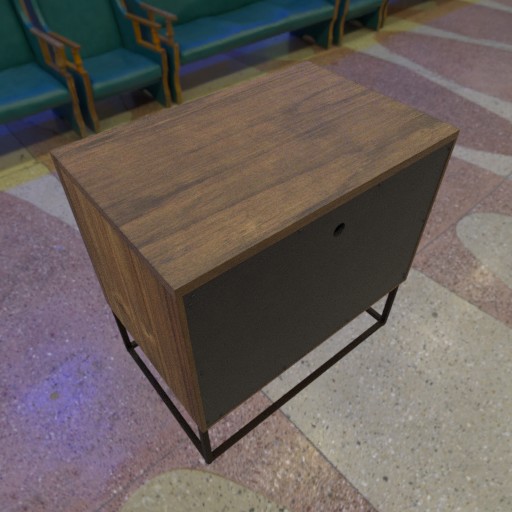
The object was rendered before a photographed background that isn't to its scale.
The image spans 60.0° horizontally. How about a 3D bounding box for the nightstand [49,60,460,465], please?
[{"bbox_3d":[0.000,0.000,1.007,0.610,0.610,0.437,-30,52,-26],"label":"nightstand"}]
